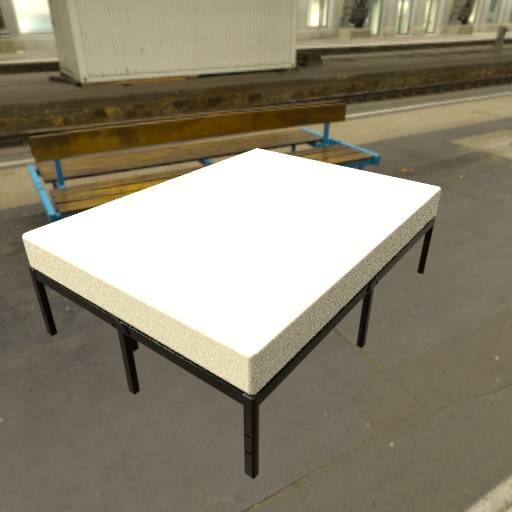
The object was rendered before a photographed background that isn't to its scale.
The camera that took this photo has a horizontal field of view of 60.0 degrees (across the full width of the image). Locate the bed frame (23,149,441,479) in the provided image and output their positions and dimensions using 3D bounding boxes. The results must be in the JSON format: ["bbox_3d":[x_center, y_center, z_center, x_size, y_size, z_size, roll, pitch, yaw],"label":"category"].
[{"bbox_3d":[0.000,0.000,2.773,1.557,0.659,2.072,20,35,32],"label":"bed frame"}]
